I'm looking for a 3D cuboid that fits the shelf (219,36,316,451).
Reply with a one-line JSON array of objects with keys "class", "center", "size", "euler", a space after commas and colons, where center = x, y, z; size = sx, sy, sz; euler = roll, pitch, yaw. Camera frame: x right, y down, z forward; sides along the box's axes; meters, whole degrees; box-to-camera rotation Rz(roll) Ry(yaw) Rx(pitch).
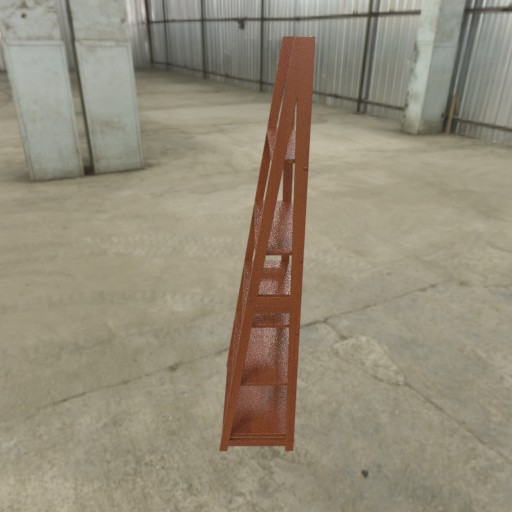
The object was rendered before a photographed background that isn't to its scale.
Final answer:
[{"class": "shelf", "center": [0.000, 0.000, 2.007], "size": [0.356, 1.780, 0.630], "euler": [0, 26, 0]}]
